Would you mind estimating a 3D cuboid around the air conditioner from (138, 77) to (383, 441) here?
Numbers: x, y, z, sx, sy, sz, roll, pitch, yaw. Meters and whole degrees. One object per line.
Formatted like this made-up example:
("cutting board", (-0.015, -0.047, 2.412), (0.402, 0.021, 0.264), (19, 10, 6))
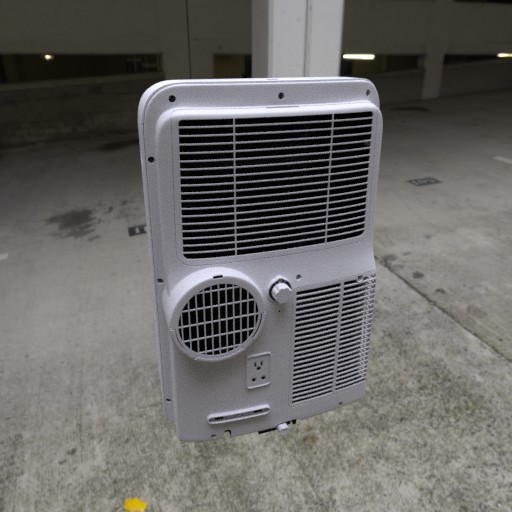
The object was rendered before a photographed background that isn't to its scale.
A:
("air conditioner", (0.000, 0.000, 0.931), (0.454, 0.700, 0.365), (-8, 26, -17))
